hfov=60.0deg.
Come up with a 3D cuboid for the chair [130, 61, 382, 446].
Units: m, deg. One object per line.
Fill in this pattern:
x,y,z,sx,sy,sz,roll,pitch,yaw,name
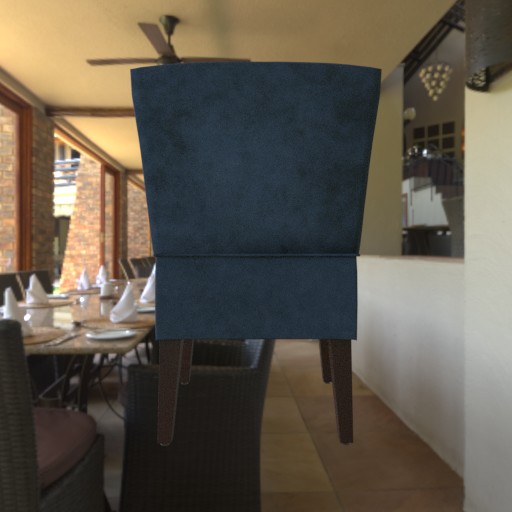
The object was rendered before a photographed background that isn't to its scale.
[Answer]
0.000,0.000,1.171,0.521,0.806,0.551,0,0,0,chair
